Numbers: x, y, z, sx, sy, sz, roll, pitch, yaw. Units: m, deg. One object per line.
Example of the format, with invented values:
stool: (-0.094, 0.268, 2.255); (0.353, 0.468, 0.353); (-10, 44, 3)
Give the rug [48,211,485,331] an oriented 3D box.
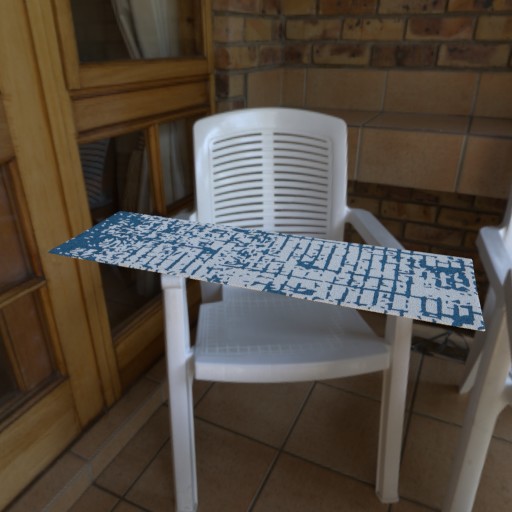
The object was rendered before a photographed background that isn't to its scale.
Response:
rug: (0.000, 0.000, 2.660); (2.435, 0.011, 0.750); (9, 28, 17)
